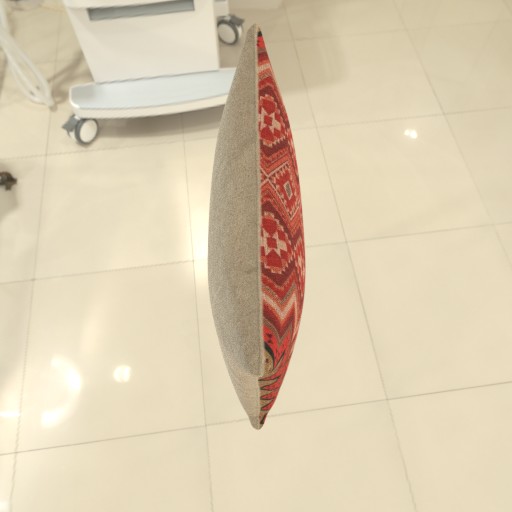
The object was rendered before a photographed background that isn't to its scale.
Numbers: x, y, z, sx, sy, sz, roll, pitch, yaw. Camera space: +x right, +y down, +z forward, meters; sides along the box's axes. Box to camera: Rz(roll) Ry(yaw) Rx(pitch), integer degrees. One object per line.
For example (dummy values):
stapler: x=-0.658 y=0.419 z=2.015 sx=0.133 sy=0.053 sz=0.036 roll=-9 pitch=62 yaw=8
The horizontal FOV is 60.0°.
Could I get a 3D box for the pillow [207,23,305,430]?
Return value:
pillow: x=0.000 y=0.000 z=0.766 sx=0.158 sy=0.511 sz=0.513 roll=-1 pitch=63 yaw=0
